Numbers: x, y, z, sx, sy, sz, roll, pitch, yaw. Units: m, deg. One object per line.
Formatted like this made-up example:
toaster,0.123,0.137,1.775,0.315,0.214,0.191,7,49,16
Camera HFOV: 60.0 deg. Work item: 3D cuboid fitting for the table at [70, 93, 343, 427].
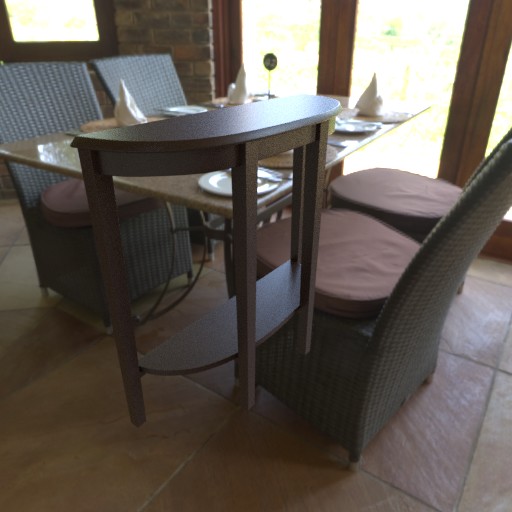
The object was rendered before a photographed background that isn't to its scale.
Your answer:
table,0.000,0.000,1.347,0.274,0.831,0.909,19,33,33
